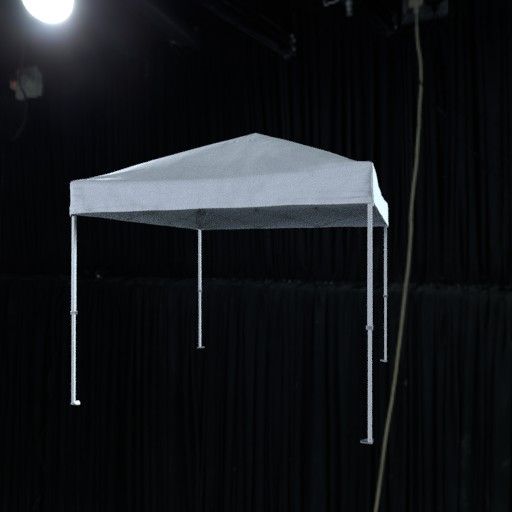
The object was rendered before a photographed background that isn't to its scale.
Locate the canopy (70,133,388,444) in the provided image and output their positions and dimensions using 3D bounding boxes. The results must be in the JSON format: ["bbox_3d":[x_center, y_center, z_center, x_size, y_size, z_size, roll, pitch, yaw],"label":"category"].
[{"bbox_3d":[0.000,0.000,5.413,2.998,2.997,2.996,0,0,19],"label":"canopy"}]
